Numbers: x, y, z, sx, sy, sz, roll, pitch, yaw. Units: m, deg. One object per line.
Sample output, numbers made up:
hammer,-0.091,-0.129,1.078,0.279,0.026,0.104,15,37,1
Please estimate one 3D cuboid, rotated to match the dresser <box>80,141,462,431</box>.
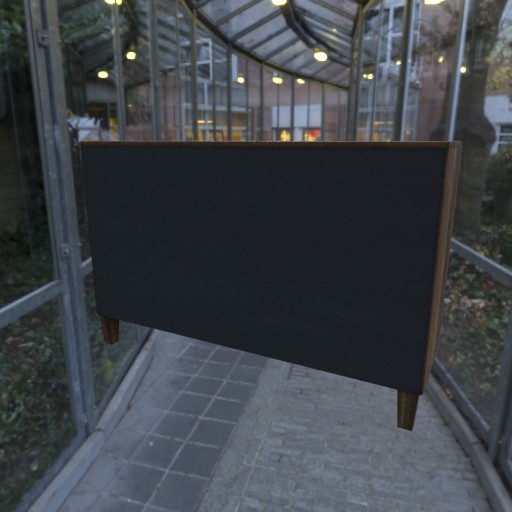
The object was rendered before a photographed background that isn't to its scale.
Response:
dresser,0.000,0.000,1.778,1.387,0.892,0.438,8,17,27
